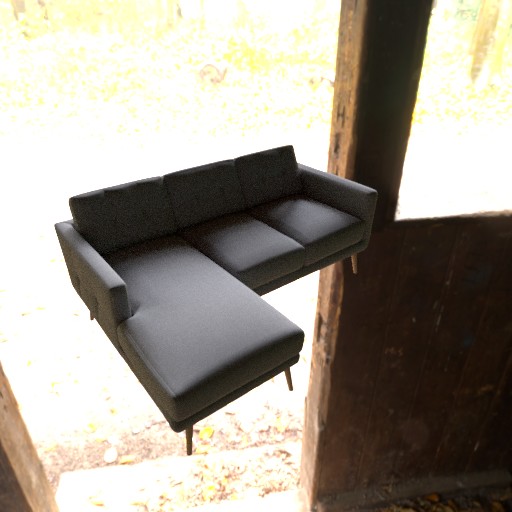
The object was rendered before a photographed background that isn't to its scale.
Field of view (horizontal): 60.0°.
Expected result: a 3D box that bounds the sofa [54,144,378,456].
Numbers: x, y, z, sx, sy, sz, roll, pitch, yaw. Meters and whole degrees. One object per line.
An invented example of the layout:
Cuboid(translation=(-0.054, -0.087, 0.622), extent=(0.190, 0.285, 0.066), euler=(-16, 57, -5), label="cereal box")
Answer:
Cuboid(translation=(0.000, 0.000, 2.850), extent=(2.040, 0.860, 1.530), euler=(-21, 37, -32), label="sofa")
